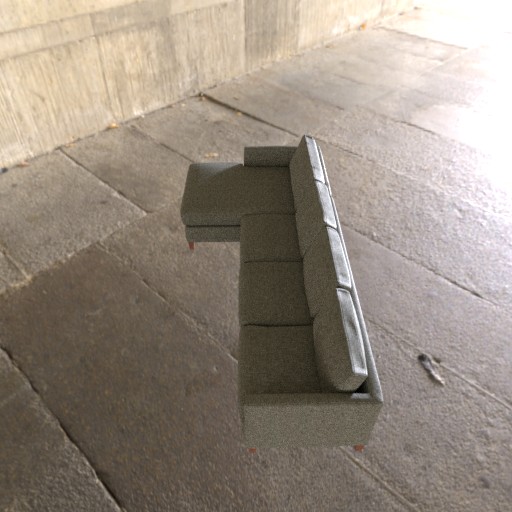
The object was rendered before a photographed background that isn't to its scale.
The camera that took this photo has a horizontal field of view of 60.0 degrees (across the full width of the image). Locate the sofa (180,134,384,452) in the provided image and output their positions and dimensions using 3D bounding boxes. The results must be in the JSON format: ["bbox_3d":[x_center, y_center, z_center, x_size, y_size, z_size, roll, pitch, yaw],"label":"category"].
[{"bbox_3d":[0.000,0.000,4.298,1.635,0.960,3.485,-1,42,-1],"label":"sofa"}]
